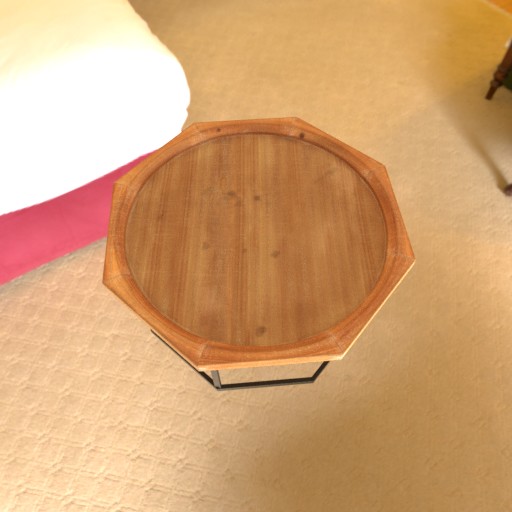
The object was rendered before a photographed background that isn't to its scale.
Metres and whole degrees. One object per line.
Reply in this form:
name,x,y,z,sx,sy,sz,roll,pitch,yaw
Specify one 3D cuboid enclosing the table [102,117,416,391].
table,0.000,0.000,1.589,1.002,0.444,1.002,0,58,0
